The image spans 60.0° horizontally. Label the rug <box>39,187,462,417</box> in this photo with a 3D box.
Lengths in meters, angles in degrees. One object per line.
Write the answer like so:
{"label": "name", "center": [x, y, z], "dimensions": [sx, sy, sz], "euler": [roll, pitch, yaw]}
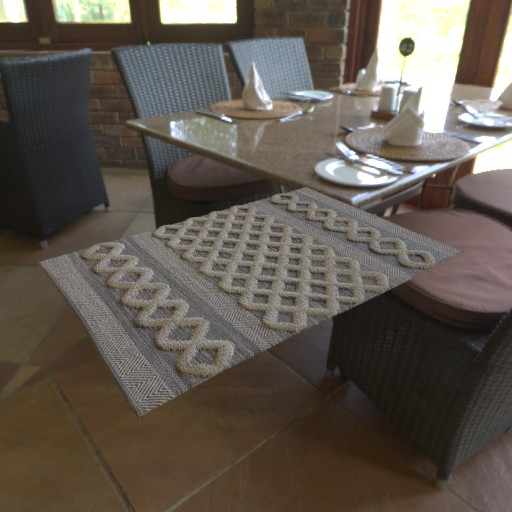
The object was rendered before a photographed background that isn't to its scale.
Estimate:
{"label": "rug", "center": [0.000, 0.000, 2.277], "dimensions": [1.823, 0.030, 1.222], "euler": [-20, 35, -32]}
